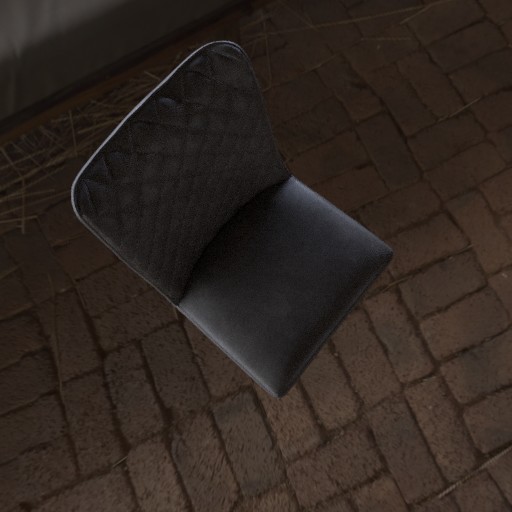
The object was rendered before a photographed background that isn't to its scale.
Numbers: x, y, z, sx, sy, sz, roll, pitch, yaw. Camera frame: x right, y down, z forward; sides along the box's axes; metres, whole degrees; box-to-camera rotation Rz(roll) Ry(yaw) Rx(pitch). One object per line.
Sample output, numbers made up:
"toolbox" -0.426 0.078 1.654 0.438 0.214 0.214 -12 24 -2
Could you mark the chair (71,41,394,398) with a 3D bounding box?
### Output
"chair" 0.000 0.000 1.205 0.587 0.889 0.508 39 80 8
